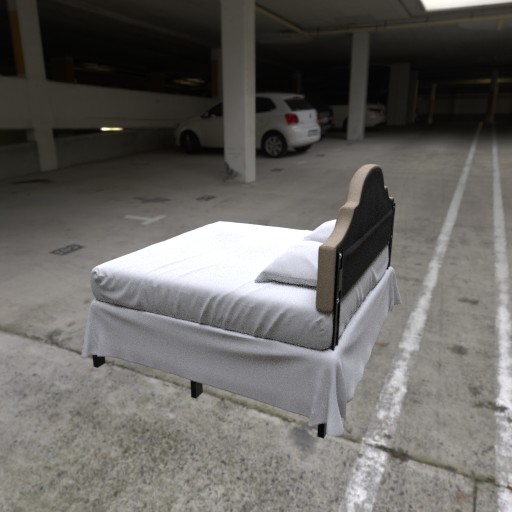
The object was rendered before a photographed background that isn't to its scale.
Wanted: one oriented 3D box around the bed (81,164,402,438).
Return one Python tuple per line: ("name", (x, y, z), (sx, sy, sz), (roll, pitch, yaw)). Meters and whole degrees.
("bed", (0.000, 0.000, 3.856), (2.222, 1.631, 2.303), (8, 18, 25))
